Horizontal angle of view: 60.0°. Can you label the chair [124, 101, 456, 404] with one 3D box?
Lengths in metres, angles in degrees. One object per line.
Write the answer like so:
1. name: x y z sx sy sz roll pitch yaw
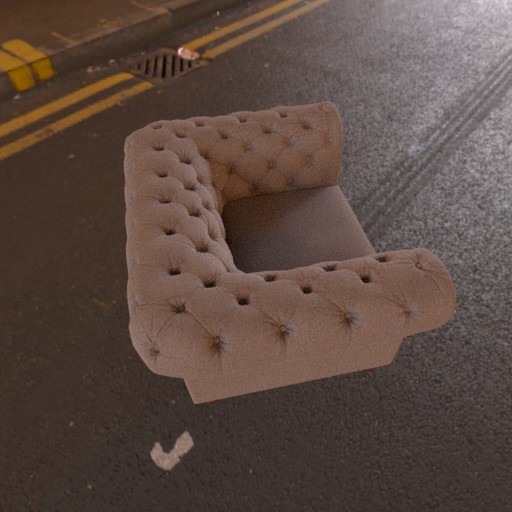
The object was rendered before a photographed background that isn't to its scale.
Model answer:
1. chair: 0.000 0.000 1.884 0.976 0.770 1.270 -9 47 -8
